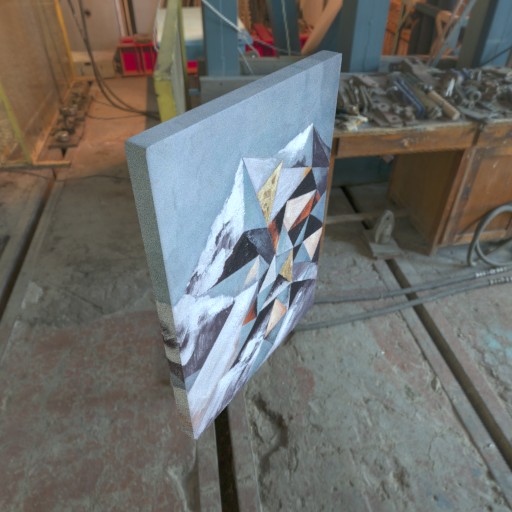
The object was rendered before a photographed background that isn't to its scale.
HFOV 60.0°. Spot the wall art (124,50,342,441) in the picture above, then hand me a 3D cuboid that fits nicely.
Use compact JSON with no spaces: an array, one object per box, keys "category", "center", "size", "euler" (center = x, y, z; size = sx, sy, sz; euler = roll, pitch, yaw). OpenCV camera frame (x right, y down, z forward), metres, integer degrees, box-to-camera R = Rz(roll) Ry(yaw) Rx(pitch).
[{"category":"wall art","center":[0.000,0.000,0.816],"size":[0.037,0.613,0.455],"euler":[25,45,27]}]
